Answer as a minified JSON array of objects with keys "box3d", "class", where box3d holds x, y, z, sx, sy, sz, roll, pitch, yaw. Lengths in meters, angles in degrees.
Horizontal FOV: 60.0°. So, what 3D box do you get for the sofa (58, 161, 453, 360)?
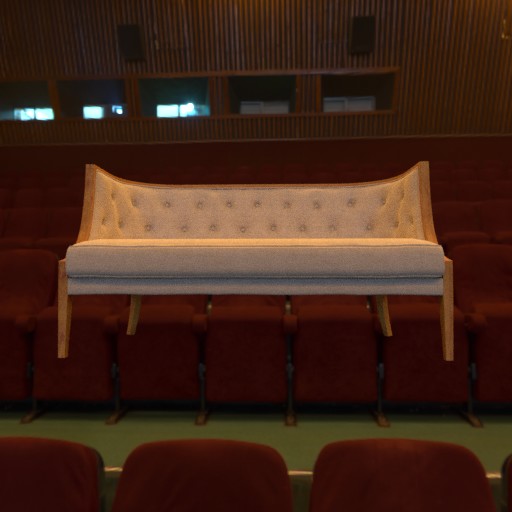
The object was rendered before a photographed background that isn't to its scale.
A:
[{"box3d":[0.000,0.000,1.971,1.474,0.775,0.770,0,-2,2],"class":"sofa"}]
